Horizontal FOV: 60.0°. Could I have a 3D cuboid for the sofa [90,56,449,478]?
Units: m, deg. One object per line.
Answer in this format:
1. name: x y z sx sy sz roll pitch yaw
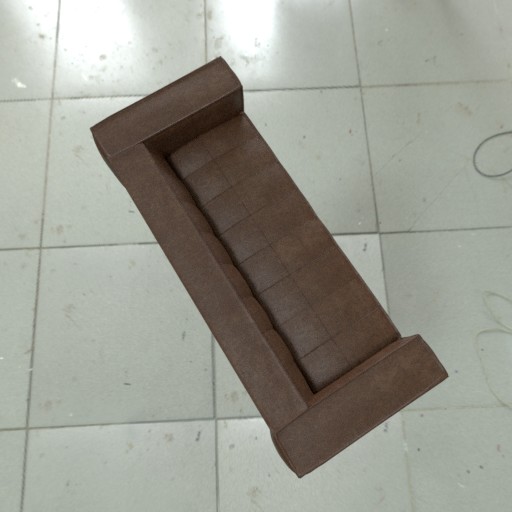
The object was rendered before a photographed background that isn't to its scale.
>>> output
1. sofa: 0.000 0.000 3.067 1.102 0.701 2.581 -31 78 -8
